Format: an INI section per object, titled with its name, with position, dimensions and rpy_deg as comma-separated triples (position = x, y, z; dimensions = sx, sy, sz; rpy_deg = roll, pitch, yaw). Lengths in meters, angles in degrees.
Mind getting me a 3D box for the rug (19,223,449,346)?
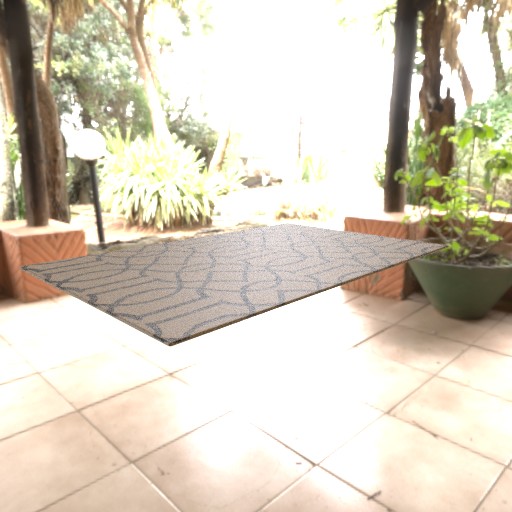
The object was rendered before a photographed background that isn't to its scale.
[rug]
position = 0.000, 0.000, 2.853
dimensions = 1.521, 0.017, 2.365
rpy_deg = 13, 18, 43
